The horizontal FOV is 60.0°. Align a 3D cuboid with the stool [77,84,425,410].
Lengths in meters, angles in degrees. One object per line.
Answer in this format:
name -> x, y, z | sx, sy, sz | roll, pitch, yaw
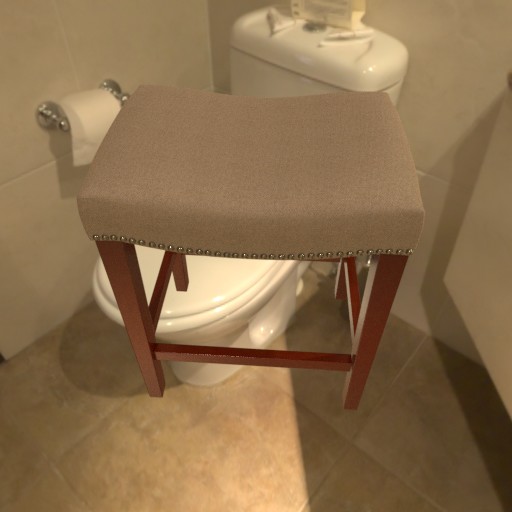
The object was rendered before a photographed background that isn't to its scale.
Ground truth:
stool -> 0.000, 0.000, 0.954 | 0.509, 0.632, 0.375 | 3, 46, 3
